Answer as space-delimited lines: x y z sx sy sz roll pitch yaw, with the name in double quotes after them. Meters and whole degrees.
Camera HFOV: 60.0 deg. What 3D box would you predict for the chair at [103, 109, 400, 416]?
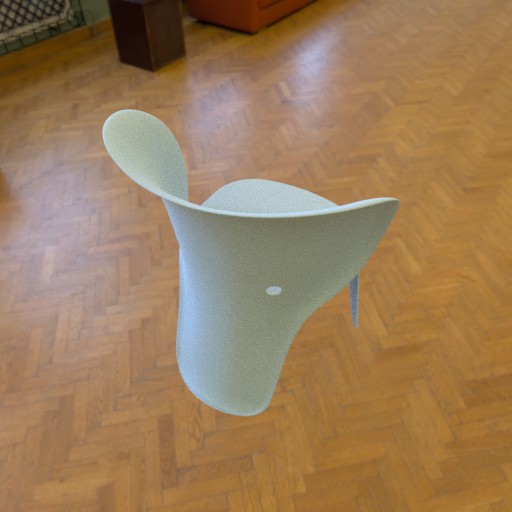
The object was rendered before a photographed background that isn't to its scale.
0.000 0.000 0.841 0.451 0.554 0.402 24 50 22 "chair"
